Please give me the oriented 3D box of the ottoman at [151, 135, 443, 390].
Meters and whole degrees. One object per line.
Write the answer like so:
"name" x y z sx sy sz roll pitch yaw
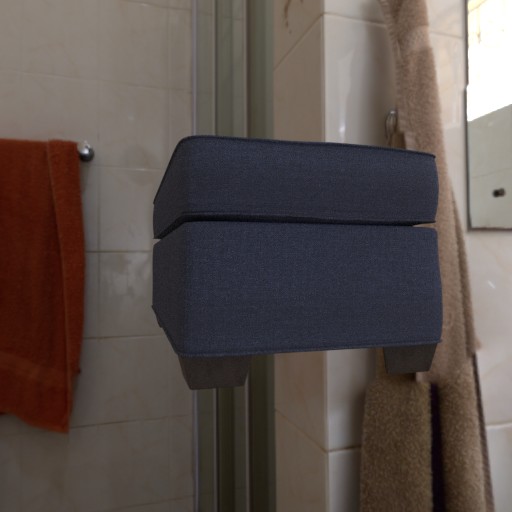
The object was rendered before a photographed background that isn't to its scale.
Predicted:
"ottoman" 0.000 0.000 1.181 0.505 0.453 0.895 0 -1 -16
